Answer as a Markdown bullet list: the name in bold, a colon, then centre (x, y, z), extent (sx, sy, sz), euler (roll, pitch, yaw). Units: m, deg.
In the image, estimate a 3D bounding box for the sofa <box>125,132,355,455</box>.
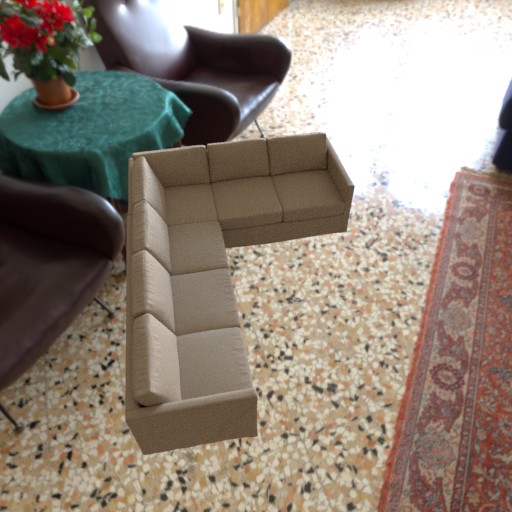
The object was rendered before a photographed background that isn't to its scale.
- **sofa**: centre (0.000, 0.000, 4.412), extent (2.432, 0.871, 3.182), euler (-8, 47, -8)
